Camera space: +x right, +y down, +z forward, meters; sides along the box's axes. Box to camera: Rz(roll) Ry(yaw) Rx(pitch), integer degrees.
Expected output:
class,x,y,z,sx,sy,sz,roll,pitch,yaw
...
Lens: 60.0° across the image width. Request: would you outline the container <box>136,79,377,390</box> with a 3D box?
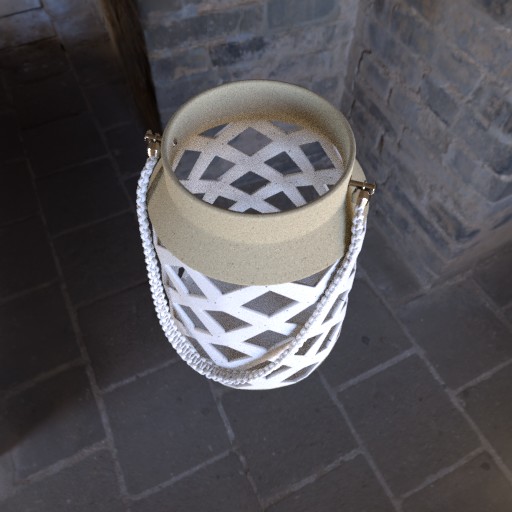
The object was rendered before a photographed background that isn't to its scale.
class,x,y,z,sx,sy,sz,roll,pitch,yaw
container,0.000,0.000,0.394,0.188,0.264,0.198,15,59,9
